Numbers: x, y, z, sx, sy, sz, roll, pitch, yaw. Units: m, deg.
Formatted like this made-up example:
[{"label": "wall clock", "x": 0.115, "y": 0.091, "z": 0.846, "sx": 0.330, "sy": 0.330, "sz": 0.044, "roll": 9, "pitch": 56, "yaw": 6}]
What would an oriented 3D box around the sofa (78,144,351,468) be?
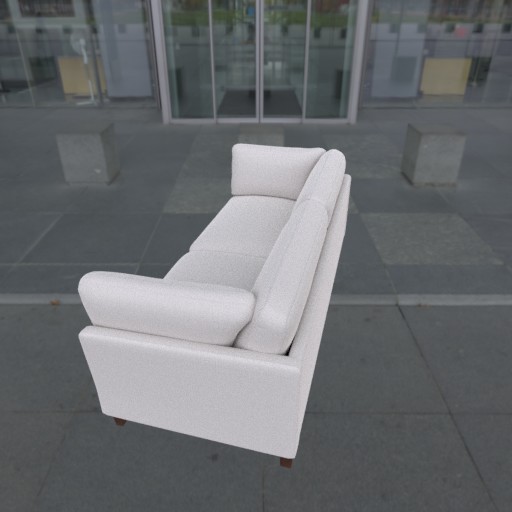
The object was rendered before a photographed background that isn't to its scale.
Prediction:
[{"label": "sofa", "x": 0.000, "y": 0.000, "z": 2.770, "sx": 0.957, "sy": 0.863, "sz": 2.301, "roll": 8, "pitch": 31, "yaw": 13}]
